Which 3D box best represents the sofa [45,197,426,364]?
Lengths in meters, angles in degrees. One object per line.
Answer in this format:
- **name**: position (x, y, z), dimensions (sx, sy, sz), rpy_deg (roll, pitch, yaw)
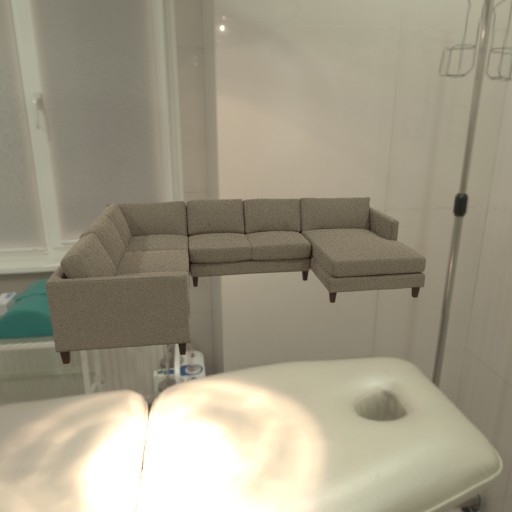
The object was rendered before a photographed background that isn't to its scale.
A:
- **sofa**: position (0.000, 0.000, 4.626), dimensions (3.438, 0.865, 2.424), rpy_deg (-3, 18, -8)
